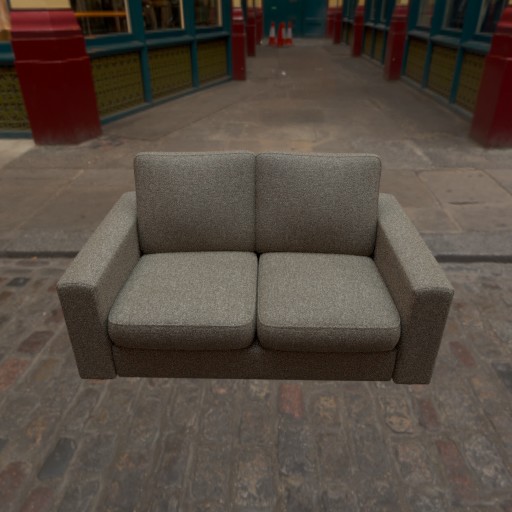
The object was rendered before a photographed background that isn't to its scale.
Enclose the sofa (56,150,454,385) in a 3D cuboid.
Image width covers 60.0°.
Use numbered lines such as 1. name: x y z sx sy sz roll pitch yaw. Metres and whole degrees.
1. sofa: 0.000 0.000 2.233 1.616 0.873 1.016 1 30 1
